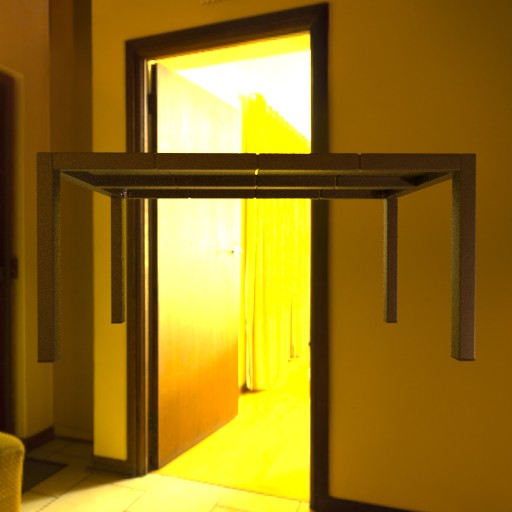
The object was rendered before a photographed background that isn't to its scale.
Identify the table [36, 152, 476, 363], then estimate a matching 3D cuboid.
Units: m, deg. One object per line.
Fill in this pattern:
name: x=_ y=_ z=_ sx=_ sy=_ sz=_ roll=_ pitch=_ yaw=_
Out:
table: x=0.000 y=0.000 z=1.251 sx=0.965 sy=0.460 sz=0.559 roll=0 pitch=1 yaw=-1
